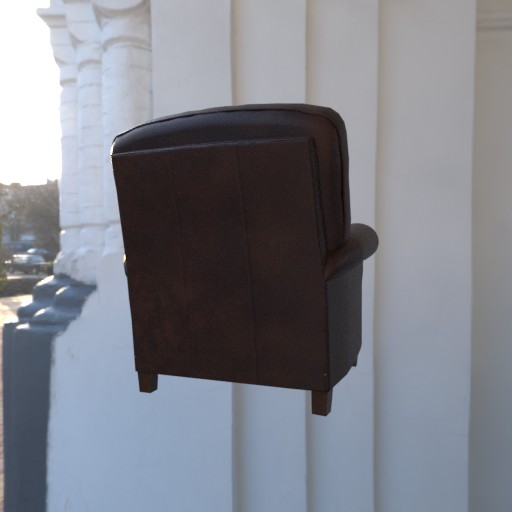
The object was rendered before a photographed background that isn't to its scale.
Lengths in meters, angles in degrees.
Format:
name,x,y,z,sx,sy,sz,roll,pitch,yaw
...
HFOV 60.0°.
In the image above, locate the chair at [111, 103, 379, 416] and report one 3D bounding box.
name,x,y,z,sx,sy,sz,roll,pitch,yaw
chair,0.000,0.000,1.821,0.936,1.018,0.986,0,1,20
